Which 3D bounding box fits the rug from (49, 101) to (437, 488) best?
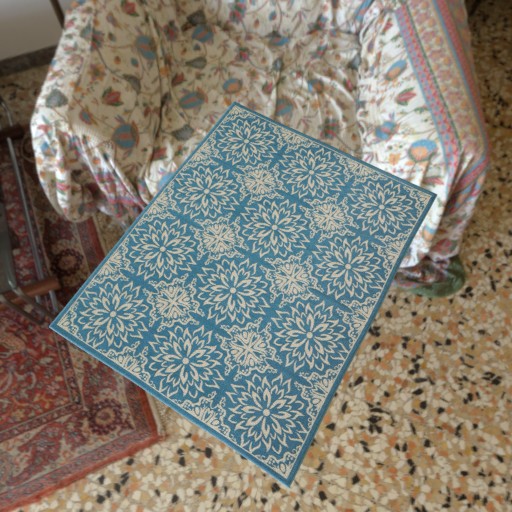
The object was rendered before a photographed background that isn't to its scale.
[{"bbox_3d":[0.000,0.000,4.035,2.350,0.018,2.964,28,68,13],"label":"rug"}]
